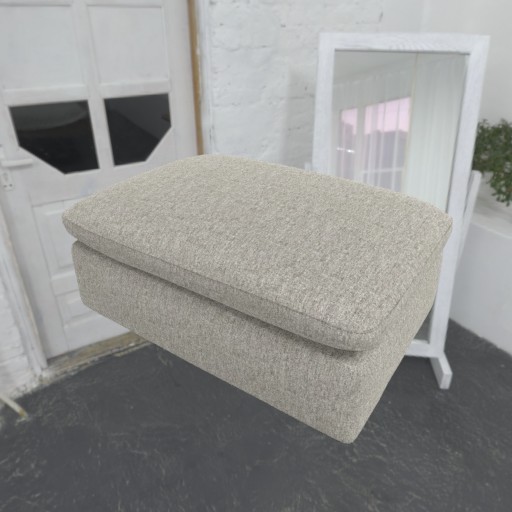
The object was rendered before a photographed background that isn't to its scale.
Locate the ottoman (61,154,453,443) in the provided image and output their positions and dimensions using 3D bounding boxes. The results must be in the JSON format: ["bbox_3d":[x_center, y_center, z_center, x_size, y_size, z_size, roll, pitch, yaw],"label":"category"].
[{"bbox_3d":[0.000,0.000,1.353,0.977,0.451,0.694,19,35,29],"label":"ottoman"}]
